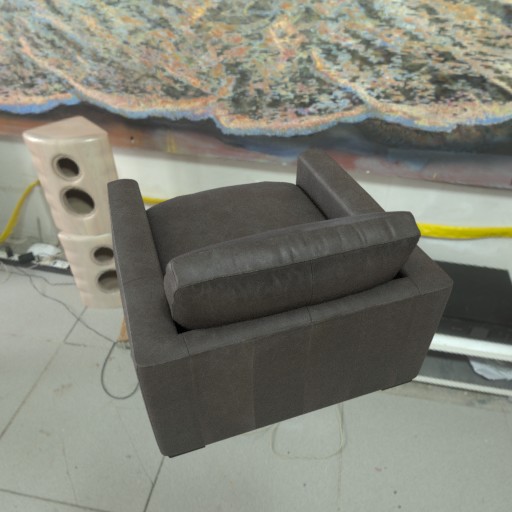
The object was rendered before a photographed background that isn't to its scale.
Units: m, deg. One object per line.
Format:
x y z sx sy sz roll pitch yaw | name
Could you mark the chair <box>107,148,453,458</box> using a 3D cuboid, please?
0.000 0.000 1.832 1.106 0.807 1.080 -12 41 -14 | chair
